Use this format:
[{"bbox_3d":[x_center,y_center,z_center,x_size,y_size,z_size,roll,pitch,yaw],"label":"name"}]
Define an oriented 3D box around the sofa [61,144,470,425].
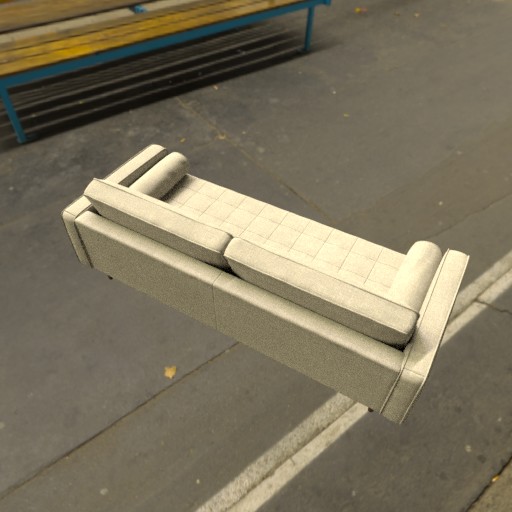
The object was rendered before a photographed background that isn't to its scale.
[{"bbox_3d":[0.000,0.000,2.653,2.211,0.762,0.914,23,51,20],"label":"sofa"}]
